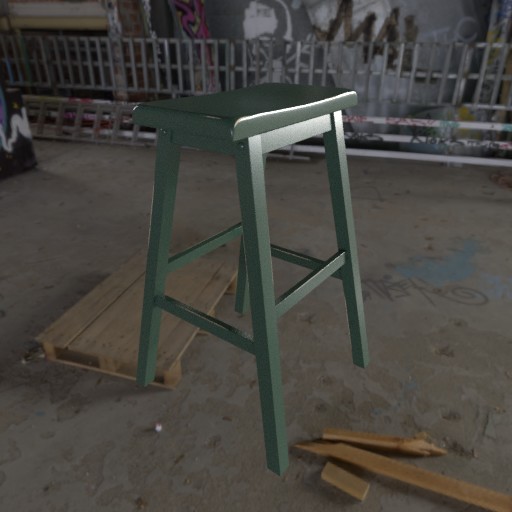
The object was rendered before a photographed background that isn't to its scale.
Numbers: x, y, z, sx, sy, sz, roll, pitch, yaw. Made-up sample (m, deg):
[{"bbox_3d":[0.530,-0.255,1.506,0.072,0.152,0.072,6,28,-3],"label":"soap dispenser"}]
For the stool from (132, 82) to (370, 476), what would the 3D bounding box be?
[{"bbox_3d":[0.000,0.000,1.074,0.476,0.737,0.457,19,33,32],"label":"stool"}]
